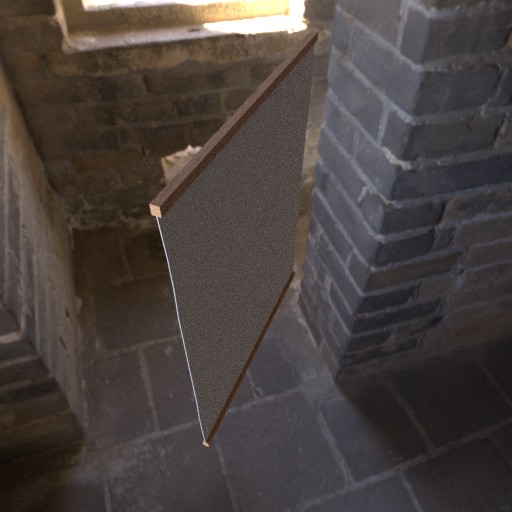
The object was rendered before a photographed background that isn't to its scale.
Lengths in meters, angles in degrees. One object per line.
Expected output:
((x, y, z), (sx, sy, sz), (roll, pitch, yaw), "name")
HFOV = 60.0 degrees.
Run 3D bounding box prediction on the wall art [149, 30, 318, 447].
((0.000, 0.000, 0.665), (0.010, 0.507, 0.404), (18, 49, 16), "wall art")
